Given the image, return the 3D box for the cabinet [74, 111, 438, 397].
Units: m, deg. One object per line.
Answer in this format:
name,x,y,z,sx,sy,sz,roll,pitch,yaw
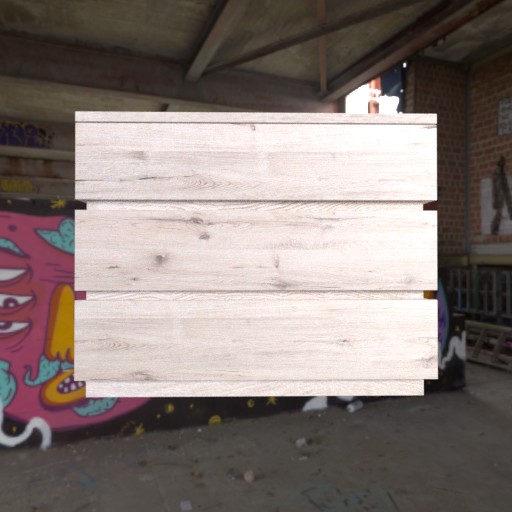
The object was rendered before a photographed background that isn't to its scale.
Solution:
cabinet,0.000,0.000,1.479,1.040,0.820,0.420,0,-1,-1
